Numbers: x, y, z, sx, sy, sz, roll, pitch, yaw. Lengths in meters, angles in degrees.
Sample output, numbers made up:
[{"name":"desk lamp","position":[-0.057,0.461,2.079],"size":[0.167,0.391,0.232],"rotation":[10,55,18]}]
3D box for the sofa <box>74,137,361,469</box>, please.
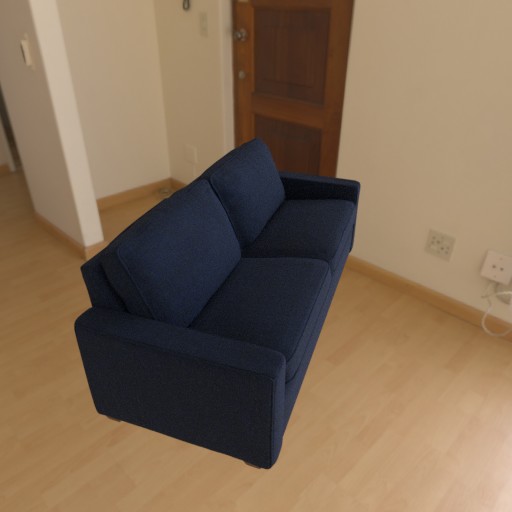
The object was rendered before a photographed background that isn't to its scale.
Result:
[{"name":"sofa","position":[0.000,0.000,2.613],"size":[0.940,0.919,2.080],"rotation":[11,32,17]}]
